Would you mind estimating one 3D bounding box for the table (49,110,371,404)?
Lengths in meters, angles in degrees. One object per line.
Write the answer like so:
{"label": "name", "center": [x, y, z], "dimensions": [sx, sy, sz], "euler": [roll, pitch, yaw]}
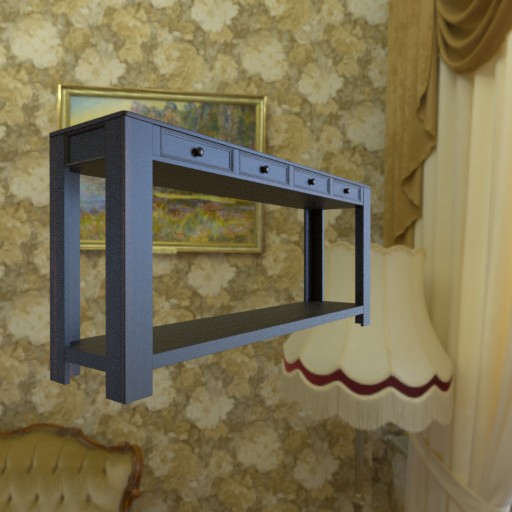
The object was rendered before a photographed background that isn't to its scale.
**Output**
{"label": "table", "center": [0.000, 0.000, 1.906], "dimensions": [0.384, 0.762, 1.631], "euler": [0, 0, 37]}
